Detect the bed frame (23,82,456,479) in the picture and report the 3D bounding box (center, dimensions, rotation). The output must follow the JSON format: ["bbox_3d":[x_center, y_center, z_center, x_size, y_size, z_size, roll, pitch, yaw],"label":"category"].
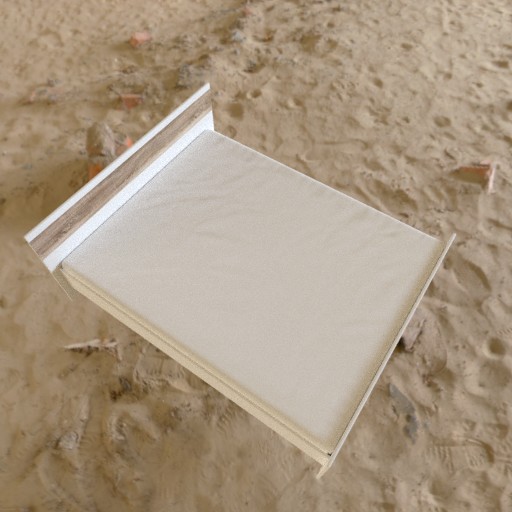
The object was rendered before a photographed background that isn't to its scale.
[{"bbox_3d":[0.000,0.000,2.947,2.060,0.800,1.720,30,62,18],"label":"bed frame"}]
